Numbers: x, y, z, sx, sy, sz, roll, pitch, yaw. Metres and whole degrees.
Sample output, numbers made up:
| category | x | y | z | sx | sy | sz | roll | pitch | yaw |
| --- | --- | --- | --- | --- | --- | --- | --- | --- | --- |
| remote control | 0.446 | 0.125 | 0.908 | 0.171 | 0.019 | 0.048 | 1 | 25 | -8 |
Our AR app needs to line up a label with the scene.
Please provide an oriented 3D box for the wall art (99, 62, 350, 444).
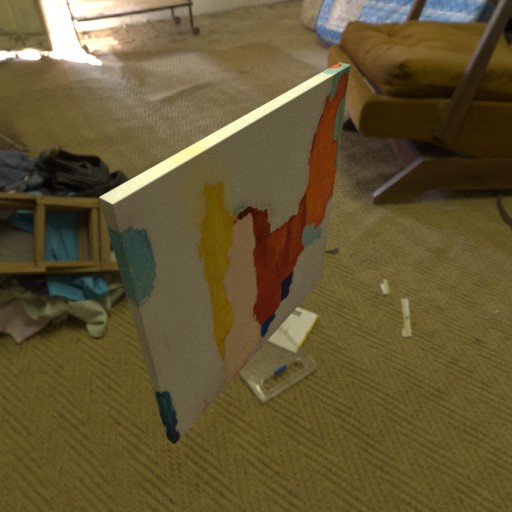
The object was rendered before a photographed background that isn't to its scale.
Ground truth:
| category | x | y | z | sx | sy | sz | roll | pitch | yaw |
| --- | --- | --- | --- | --- | --- | --- | --- | --- | --- |
| wall art | 0.000 | 0.000 | 1.529 | 0.044 | 1.017 | 1.017 | 26 | 48 | 26 |
